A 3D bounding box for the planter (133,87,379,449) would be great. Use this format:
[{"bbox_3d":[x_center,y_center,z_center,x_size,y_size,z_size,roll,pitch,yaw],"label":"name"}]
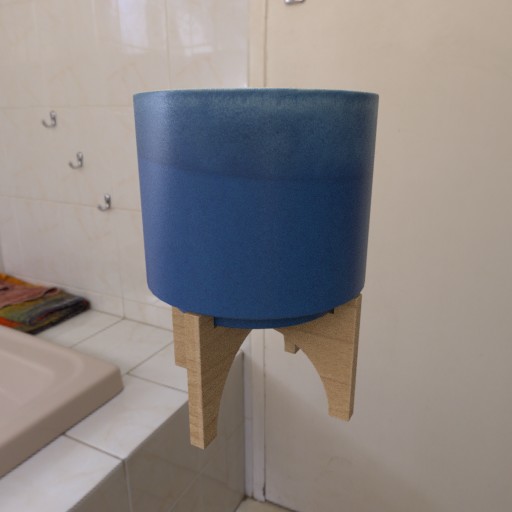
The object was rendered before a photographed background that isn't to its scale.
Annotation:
[{"bbox_3d":[0.000,0.000,0.539,0.261,0.367,0.261,0,17,0],"label":"planter"}]
